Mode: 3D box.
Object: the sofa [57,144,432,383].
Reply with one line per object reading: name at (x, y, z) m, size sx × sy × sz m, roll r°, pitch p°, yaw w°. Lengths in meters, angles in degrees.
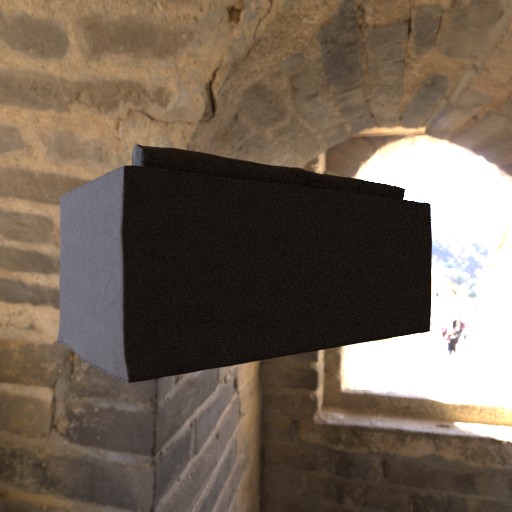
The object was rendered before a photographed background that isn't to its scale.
sofa at (0.000, 0.000, 2.358) m, size 1.802 × 0.854 × 0.974 m, roll 0°, pitch 0°, yaw -36°
